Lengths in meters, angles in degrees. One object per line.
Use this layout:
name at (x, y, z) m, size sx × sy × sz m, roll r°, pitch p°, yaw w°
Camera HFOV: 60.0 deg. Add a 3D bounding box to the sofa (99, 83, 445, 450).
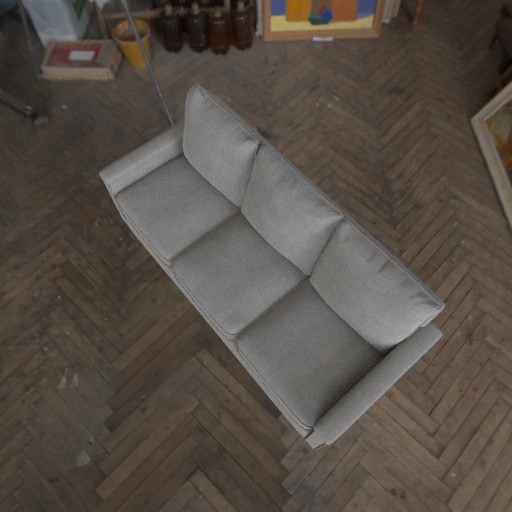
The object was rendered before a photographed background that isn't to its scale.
sofa at (0.000, 0.000, 2.482) m, size 0.828 × 0.959 × 1.925 m, roll -37°, pitch 69°, yaw -17°
